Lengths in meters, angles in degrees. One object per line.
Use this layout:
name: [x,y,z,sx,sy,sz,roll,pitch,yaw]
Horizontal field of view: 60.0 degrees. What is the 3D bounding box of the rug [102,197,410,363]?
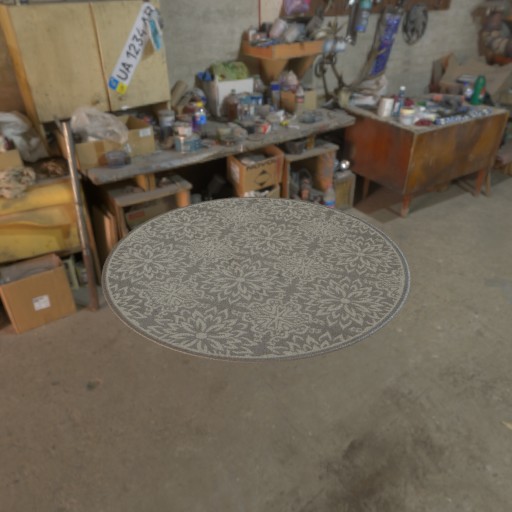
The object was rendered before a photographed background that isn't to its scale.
rug: [0.000,0.000,2.386,1.593,0.012,1.593,0,31,0]
